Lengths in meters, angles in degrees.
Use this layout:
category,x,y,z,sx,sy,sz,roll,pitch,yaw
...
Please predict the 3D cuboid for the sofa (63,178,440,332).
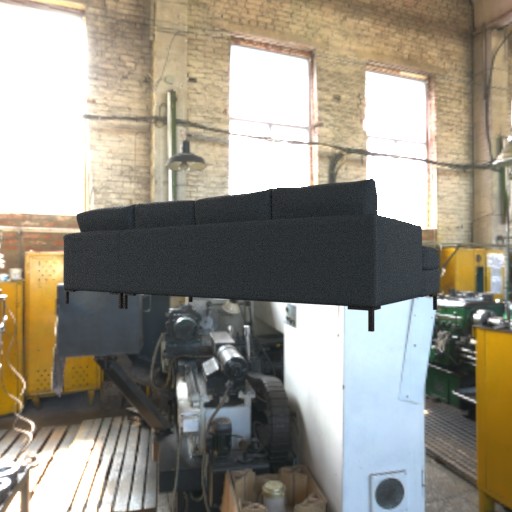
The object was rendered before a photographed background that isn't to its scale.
category,x,y,z,sx,sy,sz,roll,pitch,yaw
sofa,0.000,0.000,3.969,2.975,0.858,1.984,-1,-1,35
